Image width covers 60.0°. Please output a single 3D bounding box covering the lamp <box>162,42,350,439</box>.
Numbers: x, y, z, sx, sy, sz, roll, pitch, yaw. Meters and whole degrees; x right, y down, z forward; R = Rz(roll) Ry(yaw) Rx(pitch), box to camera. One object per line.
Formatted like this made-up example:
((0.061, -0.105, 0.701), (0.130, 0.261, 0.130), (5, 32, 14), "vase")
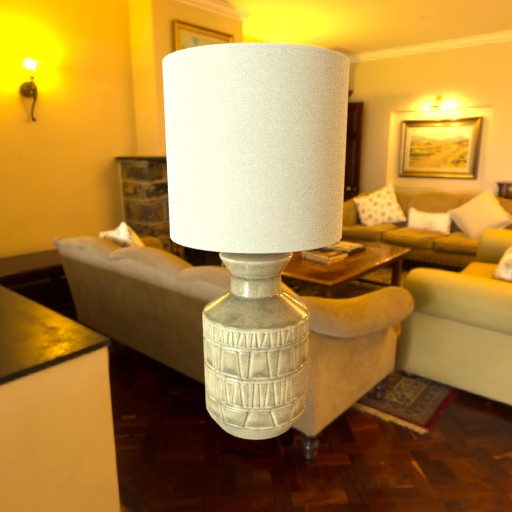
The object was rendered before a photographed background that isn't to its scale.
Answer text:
((0.000, 0.000, 0.563), (0.211, 0.455, 0.211), (-2, 14, -9), "lamp")
